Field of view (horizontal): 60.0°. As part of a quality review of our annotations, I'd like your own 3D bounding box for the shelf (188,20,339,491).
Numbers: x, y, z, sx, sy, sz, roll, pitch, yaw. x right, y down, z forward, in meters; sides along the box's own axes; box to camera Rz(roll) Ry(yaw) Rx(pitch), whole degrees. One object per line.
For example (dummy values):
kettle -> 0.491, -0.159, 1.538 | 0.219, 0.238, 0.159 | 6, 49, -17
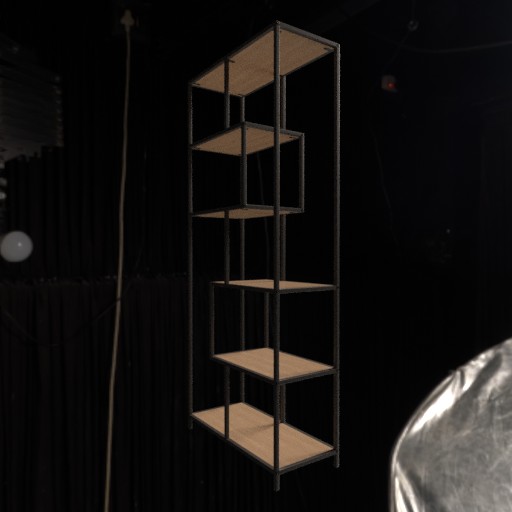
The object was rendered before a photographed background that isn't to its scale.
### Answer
shelf -> 0.000, 0.000, 2.153 | 0.350, 1.850, 0.770 | 0, 1, -35
